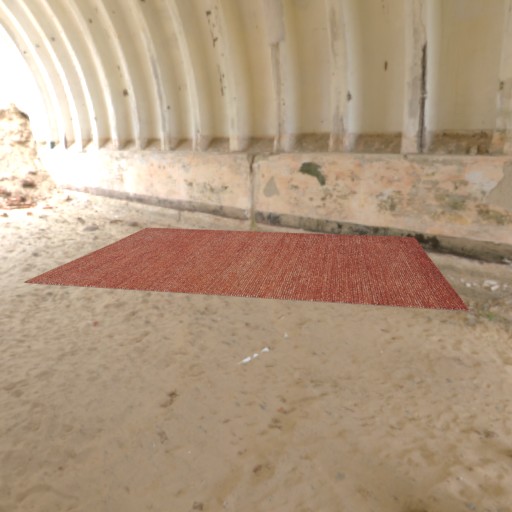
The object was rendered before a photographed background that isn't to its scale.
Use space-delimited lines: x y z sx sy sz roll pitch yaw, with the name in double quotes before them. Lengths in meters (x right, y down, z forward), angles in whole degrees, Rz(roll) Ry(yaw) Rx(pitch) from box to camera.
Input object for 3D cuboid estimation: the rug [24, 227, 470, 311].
"rug" 0.000 0.000 5.182 3.965 0.025 2.803 3 15 10
